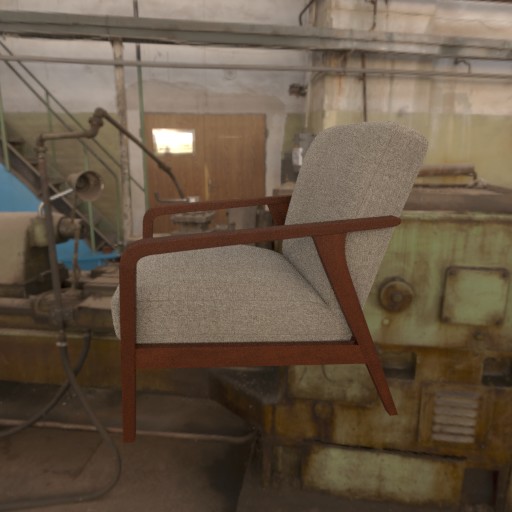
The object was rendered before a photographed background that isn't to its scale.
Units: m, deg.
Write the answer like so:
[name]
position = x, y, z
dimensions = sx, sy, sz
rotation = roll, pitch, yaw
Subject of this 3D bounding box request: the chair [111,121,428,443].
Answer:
[chair]
position = 0.000, 0.000, 1.470
dimensions = 0.858, 0.847, 0.704
rotation = -2, 14, -9
